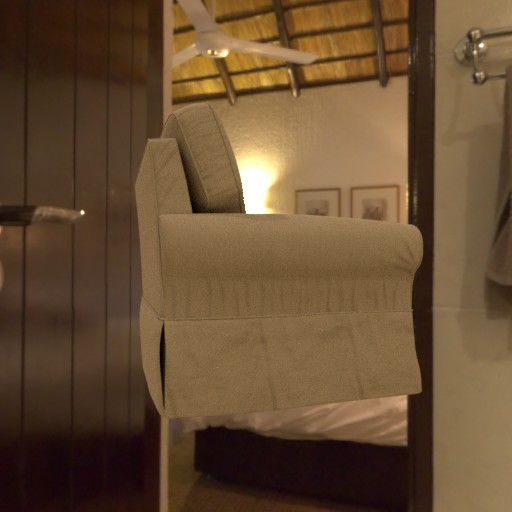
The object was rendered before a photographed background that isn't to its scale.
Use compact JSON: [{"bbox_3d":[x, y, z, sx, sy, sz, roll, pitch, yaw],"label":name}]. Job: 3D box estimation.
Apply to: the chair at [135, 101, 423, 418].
[{"bbox_3d":[0.000,0.000,1.938,0.988,1.017,1.135,0,-1,-18],"label":"chair"}]
